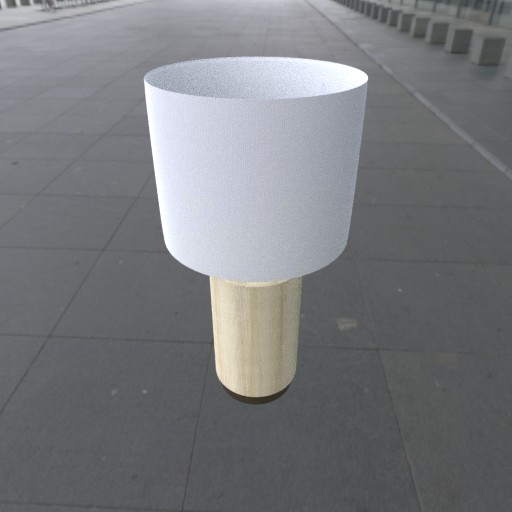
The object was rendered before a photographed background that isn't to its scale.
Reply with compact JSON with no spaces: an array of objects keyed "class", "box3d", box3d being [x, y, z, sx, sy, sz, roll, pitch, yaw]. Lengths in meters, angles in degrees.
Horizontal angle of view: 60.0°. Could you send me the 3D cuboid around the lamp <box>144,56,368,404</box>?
[{"class":"lamp","box3d":[0.000,0.000,0.575,0.228,0.444,0.228,9,34,15]}]
